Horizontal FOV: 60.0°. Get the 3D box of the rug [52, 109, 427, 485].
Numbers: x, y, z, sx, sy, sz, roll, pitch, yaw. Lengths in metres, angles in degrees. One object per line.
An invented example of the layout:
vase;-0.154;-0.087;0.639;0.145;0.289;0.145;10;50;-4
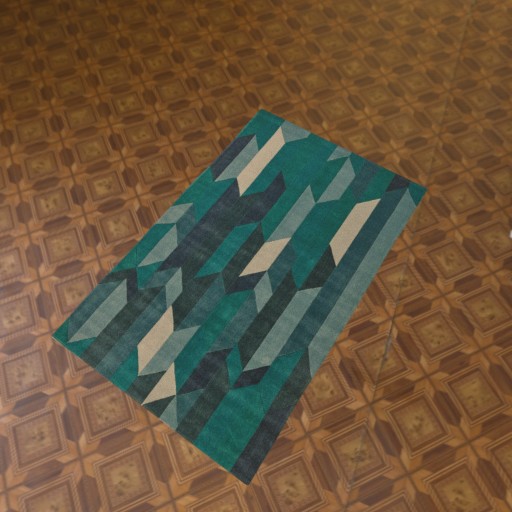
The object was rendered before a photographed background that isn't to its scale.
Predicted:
rug;0.000;0.000;3.097;1.528;0.005;2.420;31;66;15
